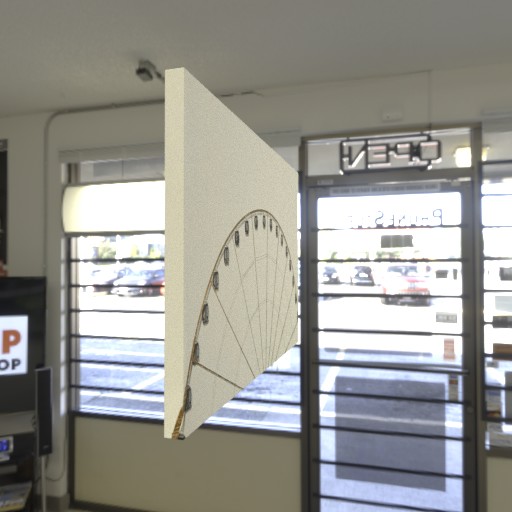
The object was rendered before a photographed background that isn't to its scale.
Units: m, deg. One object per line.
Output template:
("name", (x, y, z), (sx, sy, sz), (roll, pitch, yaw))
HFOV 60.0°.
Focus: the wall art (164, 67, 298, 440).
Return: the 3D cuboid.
("wall art", (0.000, 0.000, 1.147), (0.038, 0.601, 0.898), (0, -1, 17))
